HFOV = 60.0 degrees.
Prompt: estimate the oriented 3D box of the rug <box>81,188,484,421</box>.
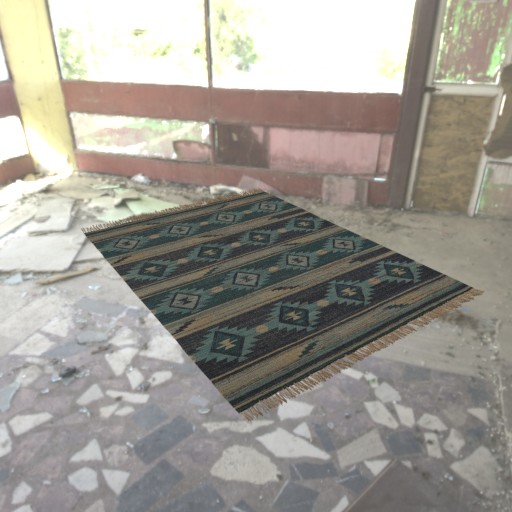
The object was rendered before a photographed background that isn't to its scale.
[{"bbox_3d":[0.000,0.000,4.295,2.418,0.047,3.307,-18,32,-31],"label":"rug"}]
